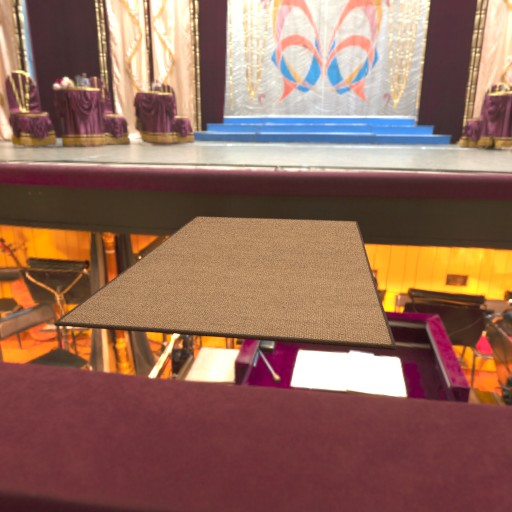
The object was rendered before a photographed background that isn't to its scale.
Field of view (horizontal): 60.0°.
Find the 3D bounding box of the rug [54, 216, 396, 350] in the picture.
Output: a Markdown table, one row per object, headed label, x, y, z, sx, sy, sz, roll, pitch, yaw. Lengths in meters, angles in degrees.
| label | x | y | z | sx | sy | sz | roll | pitch | yaw |
| --- | --- | --- | --- | --- | --- | --- | --- | --- | --- |
| rug | 0.000 | 0.000 | 2.133 | 1.067 | 0.013 | 1.676 | 3 | 17 | 8 |
